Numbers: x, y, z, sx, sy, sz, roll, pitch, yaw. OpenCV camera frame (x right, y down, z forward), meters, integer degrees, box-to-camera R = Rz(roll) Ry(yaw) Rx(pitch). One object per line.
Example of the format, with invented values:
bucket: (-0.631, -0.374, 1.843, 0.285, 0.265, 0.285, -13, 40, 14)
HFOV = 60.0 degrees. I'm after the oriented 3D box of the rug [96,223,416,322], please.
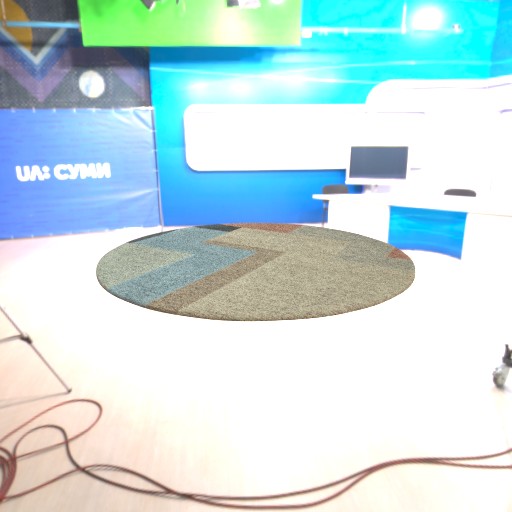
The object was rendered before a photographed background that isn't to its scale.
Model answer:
rug: (0.000, 0.000, 3.587, 2.461, 0.033, 2.461, 0, 16, 0)
